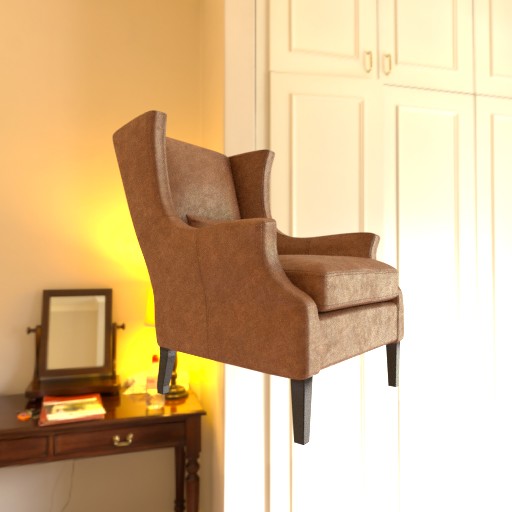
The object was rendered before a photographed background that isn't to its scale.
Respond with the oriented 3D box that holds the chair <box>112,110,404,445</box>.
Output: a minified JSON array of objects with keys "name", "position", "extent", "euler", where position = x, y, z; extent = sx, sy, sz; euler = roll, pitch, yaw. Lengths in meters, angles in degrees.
[{"name":"chair","position":[0.000,0.000,1.720],"extent":[0.926,1.016,0.853],"euler":[-1,-1,37]}]
